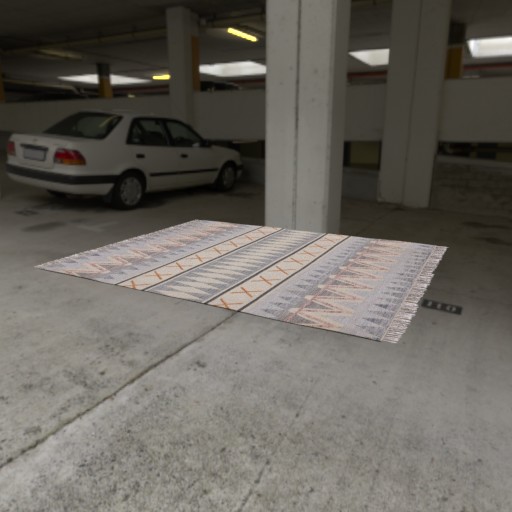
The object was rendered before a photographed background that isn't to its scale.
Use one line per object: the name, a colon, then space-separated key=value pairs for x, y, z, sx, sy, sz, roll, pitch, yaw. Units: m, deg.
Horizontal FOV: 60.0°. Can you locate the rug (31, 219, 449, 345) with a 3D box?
rug: x=0.000 y=0.000 z=3.984 sx=3.000 sy=0.012 sz=2.371 roll=8 pitch=18 yaw=27
